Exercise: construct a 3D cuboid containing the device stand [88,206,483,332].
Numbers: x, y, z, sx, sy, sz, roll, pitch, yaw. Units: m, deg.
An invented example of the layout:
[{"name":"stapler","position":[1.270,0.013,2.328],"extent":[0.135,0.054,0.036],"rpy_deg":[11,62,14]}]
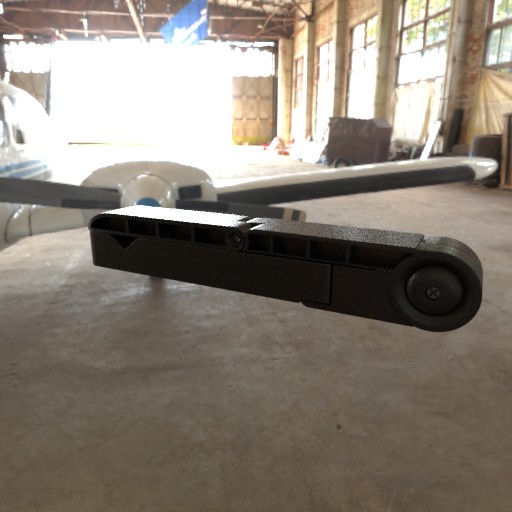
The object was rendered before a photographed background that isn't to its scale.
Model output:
[{"name":"device stand","position":[0.000,0.000,0.195],"extent":[0.179,0.030,0.026],"rpy_deg":[8,18,26]}]
